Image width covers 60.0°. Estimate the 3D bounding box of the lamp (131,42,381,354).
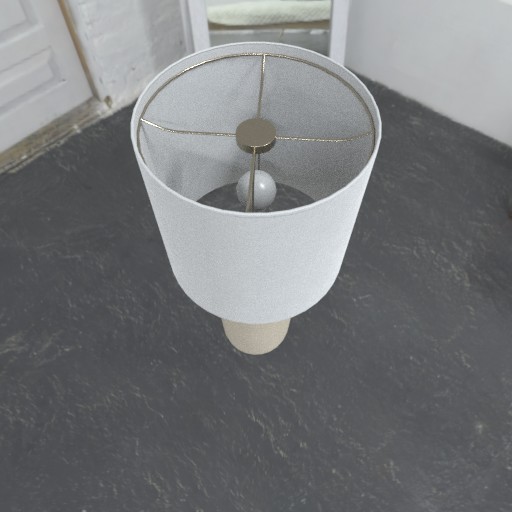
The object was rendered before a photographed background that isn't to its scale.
[{"bbox_3d":[0.000,0.000,0.595,0.220,0.475,0.220,16,60,10],"label":"lamp"}]
